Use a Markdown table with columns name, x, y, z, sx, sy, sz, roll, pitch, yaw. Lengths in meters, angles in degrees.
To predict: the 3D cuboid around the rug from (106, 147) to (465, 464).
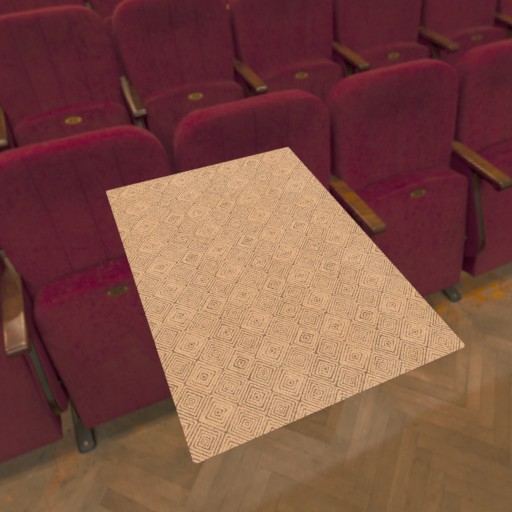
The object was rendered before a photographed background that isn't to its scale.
| name | x | y | z | sx | sy | sz | roll | pitch | yaw |
| --- | --- | --- | --- | --- | --- | --- | --- | --- | --- |
| rug | 0.000 | 0.000 | 2.981 | 1.593 | 0.008 | 2.238 | -17 | 48 | -16 |
